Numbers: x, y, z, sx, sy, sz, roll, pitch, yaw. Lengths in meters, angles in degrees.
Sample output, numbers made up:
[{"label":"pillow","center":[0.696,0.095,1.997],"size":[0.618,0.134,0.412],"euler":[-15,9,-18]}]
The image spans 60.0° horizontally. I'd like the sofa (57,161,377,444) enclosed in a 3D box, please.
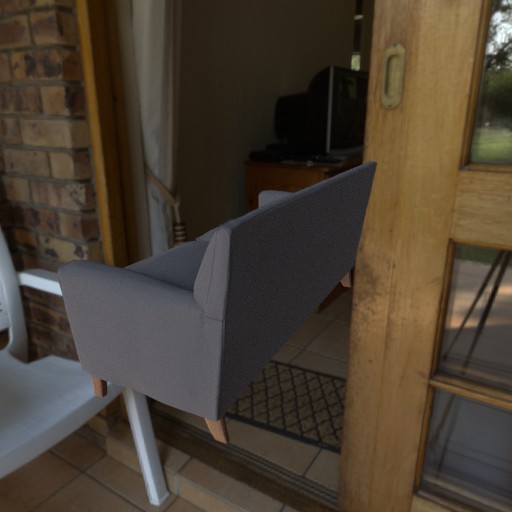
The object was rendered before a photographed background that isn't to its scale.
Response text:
[{"label":"sofa","center":[0.000,0.000,2.474],"size":[0.843,0.907,2.002],"euler":[9,20,25]}]
